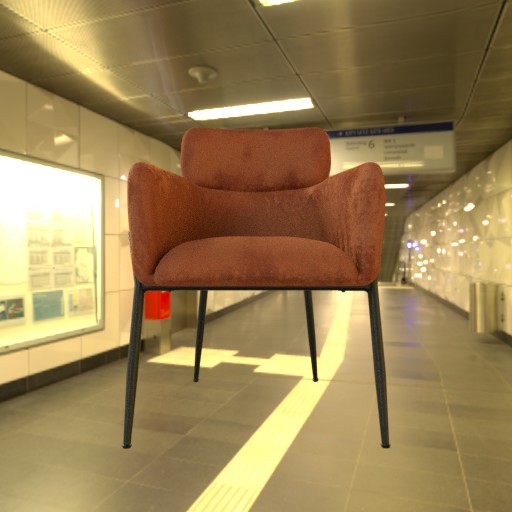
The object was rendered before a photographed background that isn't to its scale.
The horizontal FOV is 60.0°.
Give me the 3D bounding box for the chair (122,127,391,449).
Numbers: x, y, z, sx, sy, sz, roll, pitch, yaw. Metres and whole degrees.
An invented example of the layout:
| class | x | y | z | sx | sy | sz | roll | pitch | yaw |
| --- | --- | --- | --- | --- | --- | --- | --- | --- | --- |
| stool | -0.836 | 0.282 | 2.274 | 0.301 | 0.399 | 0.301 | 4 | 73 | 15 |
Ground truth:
| class | x | y | z | sx | sy | sz | roll | pitch | yaw |
| --- | --- | --- | --- | --- | --- | --- | --- | --- | --- |
| chair | 0.000 | 0.000 | 1.136 | 0.561 | 0.772 | 0.523 | 0 | 0 | 0 |
